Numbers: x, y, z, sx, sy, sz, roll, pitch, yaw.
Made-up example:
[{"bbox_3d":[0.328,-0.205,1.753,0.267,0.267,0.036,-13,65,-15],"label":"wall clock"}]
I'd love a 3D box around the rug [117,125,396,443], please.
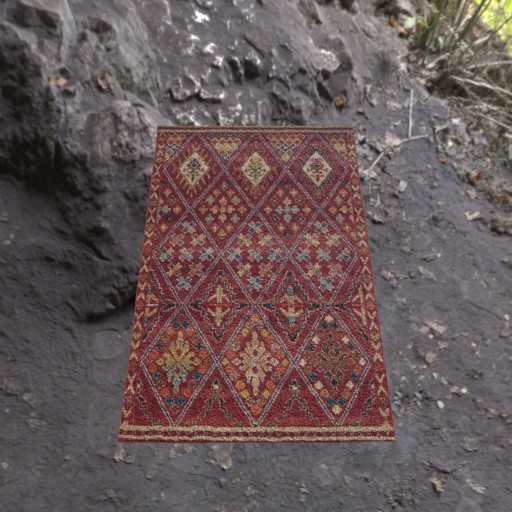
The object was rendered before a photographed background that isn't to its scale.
[{"bbox_3d":[0.000,0.000,2.930,1.521,0.026,2.286,0,63,0],"label":"rug"}]
